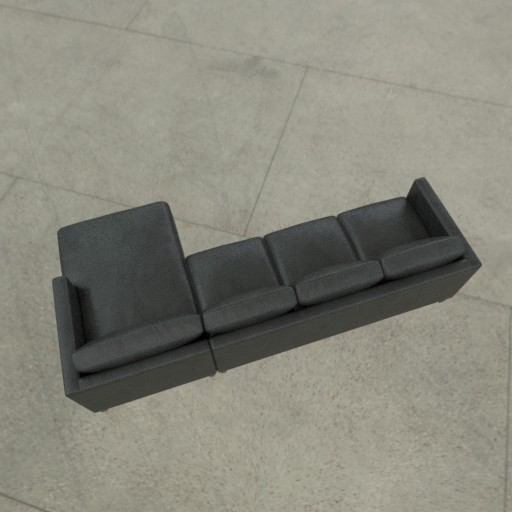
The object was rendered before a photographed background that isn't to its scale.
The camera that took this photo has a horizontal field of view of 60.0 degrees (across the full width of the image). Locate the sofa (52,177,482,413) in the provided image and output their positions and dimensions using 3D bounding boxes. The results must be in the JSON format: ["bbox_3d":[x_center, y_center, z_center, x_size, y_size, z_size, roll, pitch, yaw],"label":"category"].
[{"bbox_3d":[0.000,0.000,3.818,3.203,0.883,1.581,-16,62,-9],"label":"sofa"}]
